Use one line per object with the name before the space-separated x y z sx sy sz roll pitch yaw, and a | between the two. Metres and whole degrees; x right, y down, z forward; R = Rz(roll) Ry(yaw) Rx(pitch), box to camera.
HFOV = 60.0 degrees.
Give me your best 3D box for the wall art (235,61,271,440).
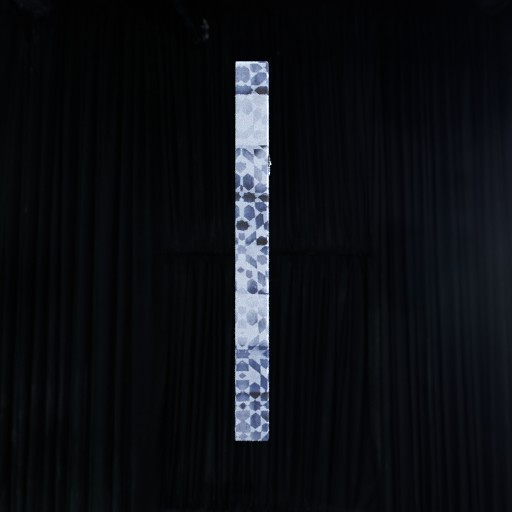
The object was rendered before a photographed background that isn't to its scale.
wall art | 0.000 0.000 1.162 0.057 0.608 0.911 0 -1 1
